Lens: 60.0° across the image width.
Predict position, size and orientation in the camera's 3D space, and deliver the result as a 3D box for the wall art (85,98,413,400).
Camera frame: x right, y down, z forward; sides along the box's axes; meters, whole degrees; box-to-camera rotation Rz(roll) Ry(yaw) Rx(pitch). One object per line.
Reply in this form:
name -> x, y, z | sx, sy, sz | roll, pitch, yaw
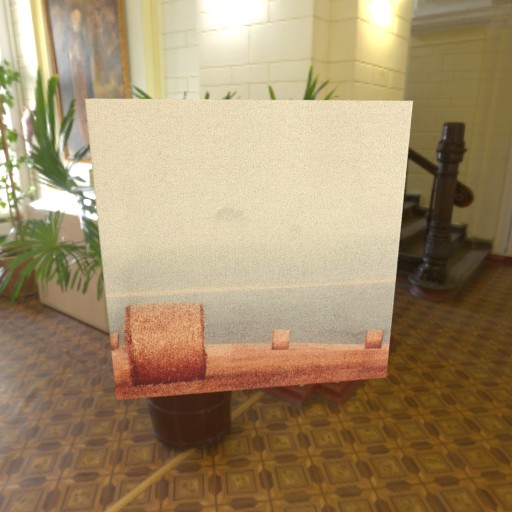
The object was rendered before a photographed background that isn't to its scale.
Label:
wall art -> 0.000, 0.000, 0.610 | 0.405, 0.405, 0.023 | -2, 17, -8
